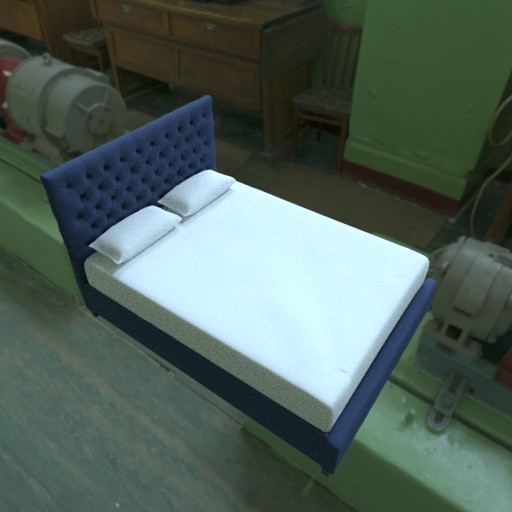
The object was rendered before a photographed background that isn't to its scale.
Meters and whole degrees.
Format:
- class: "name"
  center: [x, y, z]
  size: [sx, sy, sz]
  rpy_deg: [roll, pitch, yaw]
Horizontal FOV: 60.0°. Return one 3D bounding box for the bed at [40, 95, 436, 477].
- class: "bed"
  center: [0.000, 0.000, 3.381]
  size: [2.387, 1.427, 1.706]
  rpy_deg: [26, 47, 26]
